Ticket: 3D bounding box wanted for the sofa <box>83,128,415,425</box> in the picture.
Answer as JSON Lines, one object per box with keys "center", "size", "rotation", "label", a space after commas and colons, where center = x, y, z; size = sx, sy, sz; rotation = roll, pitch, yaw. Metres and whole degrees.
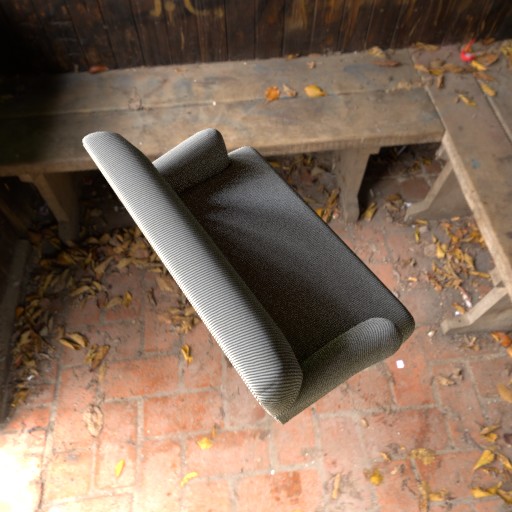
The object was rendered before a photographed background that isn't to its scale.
{"center": [0.000, 0.000, 1.862], "size": [0.779, 0.889, 1.297], "rotation": [-31, 64, -17], "label": "sofa"}
